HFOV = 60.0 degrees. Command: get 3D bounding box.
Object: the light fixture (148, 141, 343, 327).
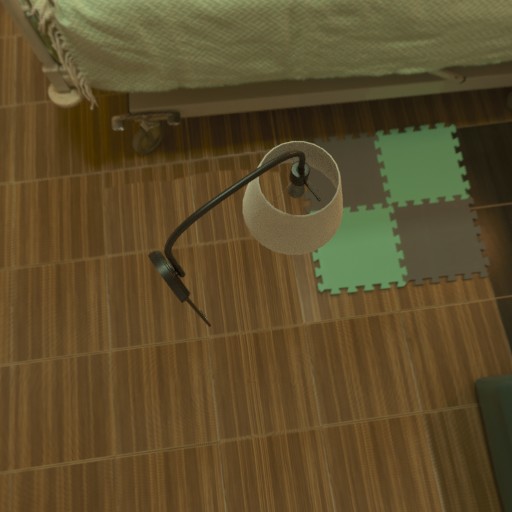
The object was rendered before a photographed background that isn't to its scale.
[{"bbox_3d":[0.000,0.000,0.475,0.176,0.399,0.092,-36,77,-9],"label":"light fixture"}]
